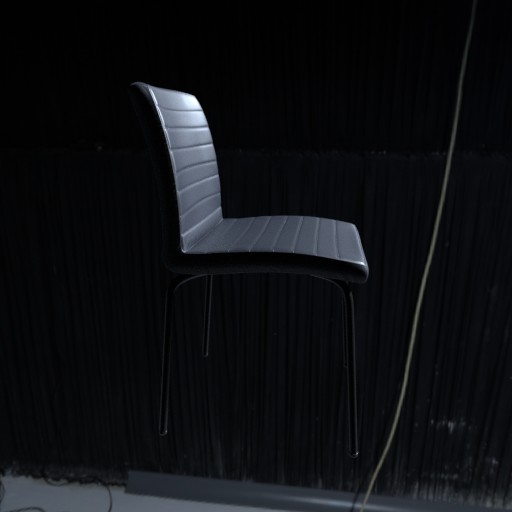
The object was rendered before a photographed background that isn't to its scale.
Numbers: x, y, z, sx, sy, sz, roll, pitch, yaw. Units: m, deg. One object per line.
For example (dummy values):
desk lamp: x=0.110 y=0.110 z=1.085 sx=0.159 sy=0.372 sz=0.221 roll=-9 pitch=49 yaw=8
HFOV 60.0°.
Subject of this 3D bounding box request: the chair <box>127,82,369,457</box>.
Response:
chair: x=0.000 y=0.000 z=1.210 sx=0.572 sy=0.872 sz=0.450 roll=3 pitch=16 yaw=9
